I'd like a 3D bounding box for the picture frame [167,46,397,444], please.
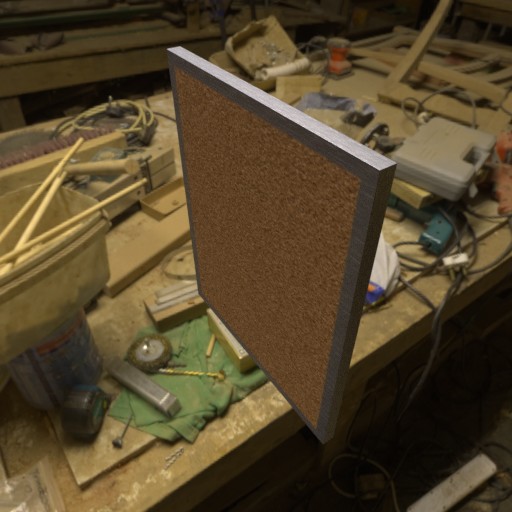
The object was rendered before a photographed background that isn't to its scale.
[{"bbox_3d":[0.000,0.000,0.752,0.029,0.559,0.454,-25,47,-25],"label":"picture frame"}]
